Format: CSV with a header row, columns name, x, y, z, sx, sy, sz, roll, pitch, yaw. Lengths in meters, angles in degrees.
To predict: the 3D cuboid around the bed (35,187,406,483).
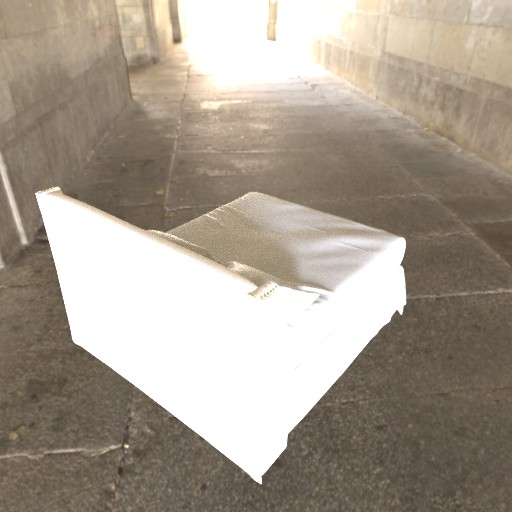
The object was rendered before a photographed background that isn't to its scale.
name,x,y,z,sx,sy,sz,roll,pitch,yaw
bed,0.000,0.000,3.451,1.925,1.332,2.276,22,37,33
